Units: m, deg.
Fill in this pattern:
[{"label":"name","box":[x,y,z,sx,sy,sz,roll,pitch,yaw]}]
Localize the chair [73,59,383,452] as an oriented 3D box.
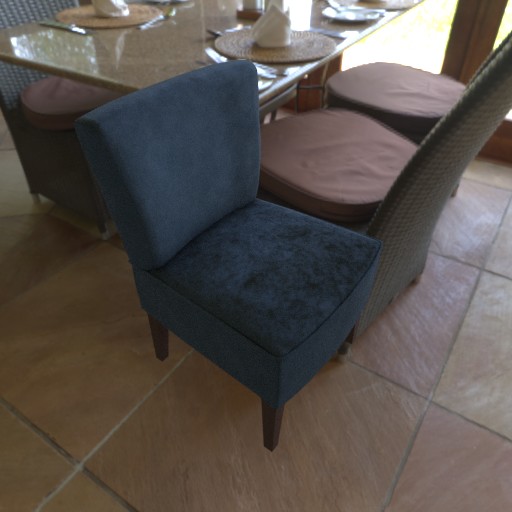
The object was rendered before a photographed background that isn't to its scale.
[{"label":"chair","box":[0.000,0.000,1.161,0.551,0.806,0.521,25,46,28]}]
